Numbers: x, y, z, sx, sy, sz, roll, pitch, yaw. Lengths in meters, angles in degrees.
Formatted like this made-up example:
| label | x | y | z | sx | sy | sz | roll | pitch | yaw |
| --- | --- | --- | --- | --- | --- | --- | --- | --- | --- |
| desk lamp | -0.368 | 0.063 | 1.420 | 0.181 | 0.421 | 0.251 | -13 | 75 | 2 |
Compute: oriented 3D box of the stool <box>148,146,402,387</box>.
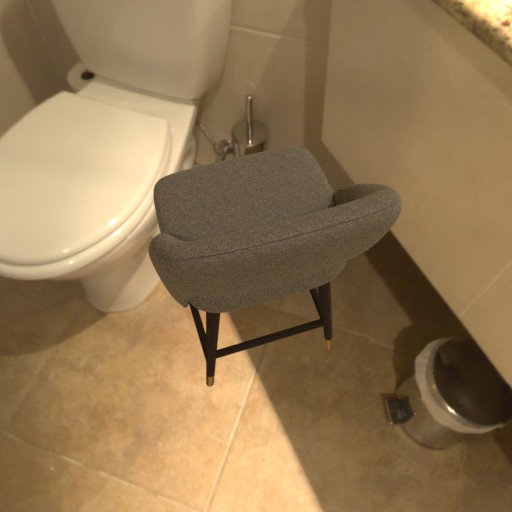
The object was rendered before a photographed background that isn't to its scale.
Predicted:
| label | x | y | z | sx | sy | sz | roll | pitch | yaw |
| --- | --- | --- | --- | --- | --- | --- | --- | --- | --- |
| stool | 0.000 | 0.000 | 1.246 | 0.536 | 0.925 | 0.524 | -15 | 60 | -9 |
